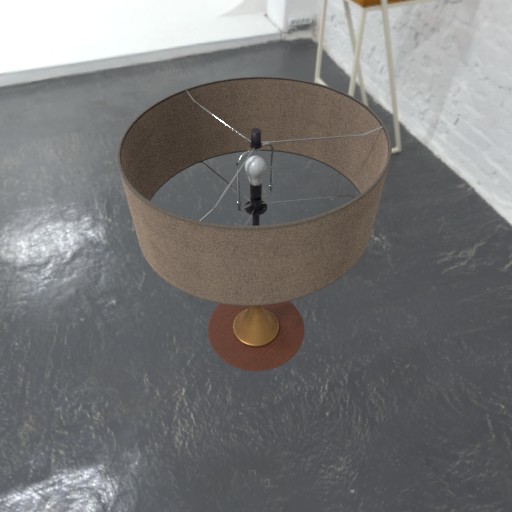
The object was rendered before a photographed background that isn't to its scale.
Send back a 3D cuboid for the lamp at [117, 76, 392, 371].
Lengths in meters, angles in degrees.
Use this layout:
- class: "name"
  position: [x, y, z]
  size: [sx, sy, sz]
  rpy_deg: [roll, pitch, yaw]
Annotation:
- class: "lamp"
  position: [0.000, 0.000, 0.866]
  size: [0.417, 0.551, 0.396]
  rpy_deg: [-32, 55, -26]
